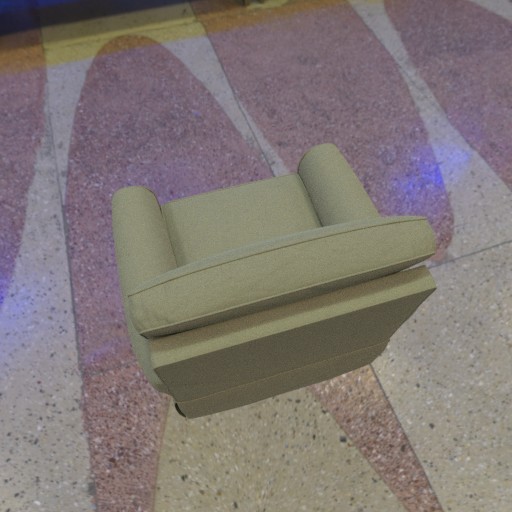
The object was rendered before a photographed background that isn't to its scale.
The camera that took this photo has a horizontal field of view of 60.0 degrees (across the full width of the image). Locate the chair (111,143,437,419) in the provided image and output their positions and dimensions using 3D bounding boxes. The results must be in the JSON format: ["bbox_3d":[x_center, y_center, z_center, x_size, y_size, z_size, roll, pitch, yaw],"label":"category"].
[{"bbox_3d":[0.000,0.000,1.892,1.135,1.017,0.988,-14,59,-9],"label":"chair"}]
